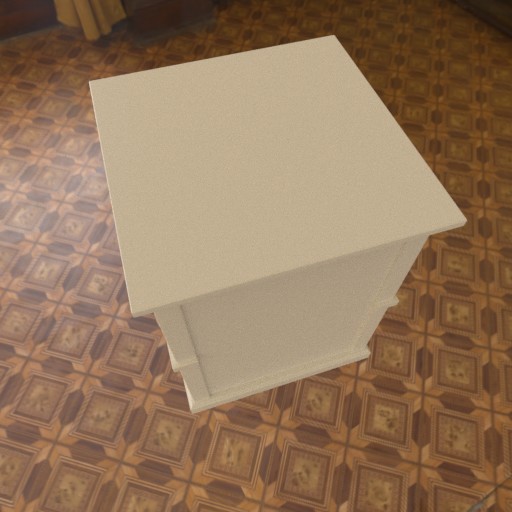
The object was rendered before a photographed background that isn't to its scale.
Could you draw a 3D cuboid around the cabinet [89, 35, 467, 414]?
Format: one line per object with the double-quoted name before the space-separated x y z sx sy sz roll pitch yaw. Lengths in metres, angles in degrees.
"cabinet" 0.000 0.000 1.138 0.544 0.775 0.547 -15 59 -9
